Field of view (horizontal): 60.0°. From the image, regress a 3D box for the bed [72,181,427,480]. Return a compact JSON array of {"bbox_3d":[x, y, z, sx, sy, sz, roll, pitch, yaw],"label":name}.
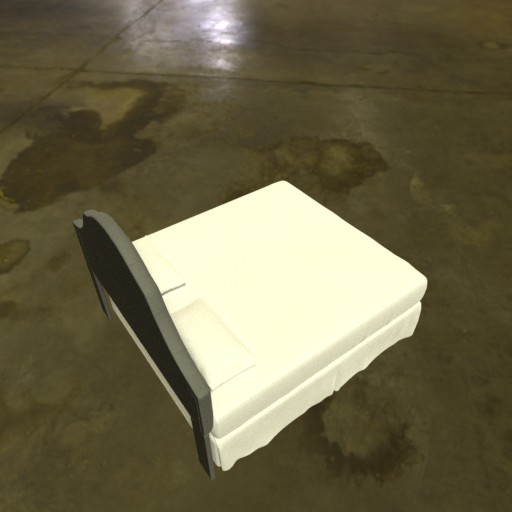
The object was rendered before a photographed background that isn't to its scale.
[{"bbox_3d":[0.000,0.000,3.617,2.214,1.615,2.008,-26,48,-26],"label":"bed"}]
